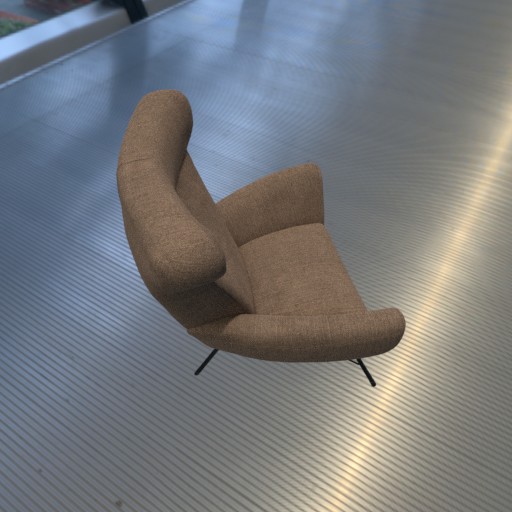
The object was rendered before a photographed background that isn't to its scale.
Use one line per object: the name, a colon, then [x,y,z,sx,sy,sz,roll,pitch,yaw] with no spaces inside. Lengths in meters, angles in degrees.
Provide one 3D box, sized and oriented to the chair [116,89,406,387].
chair: [0.000,0.000,1.751,0.900,1.040,0.980,-9,47,-9]
